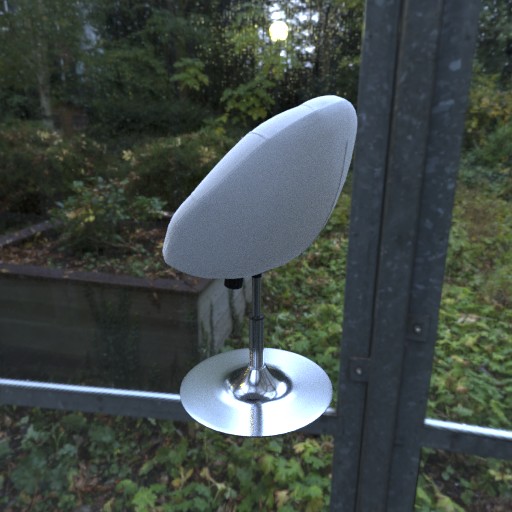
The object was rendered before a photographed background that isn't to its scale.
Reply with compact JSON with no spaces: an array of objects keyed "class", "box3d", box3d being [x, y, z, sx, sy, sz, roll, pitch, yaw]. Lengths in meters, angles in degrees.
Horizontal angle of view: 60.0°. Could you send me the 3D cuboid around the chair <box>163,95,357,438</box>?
[{"class":"chair","box3d":[0.000,0.000,1.872,0.736,1.261,0.940,8,18,25]}]
